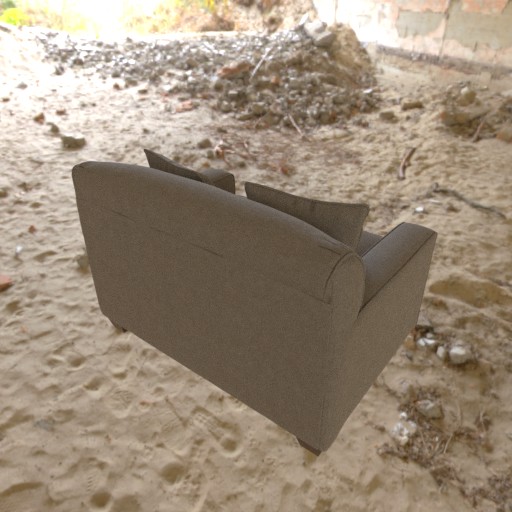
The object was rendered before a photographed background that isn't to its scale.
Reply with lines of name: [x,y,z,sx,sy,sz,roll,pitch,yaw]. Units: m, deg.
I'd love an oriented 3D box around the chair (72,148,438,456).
chair: [0.000,0.000,2.125,1.395,0.953,0.992,22,37,32]
